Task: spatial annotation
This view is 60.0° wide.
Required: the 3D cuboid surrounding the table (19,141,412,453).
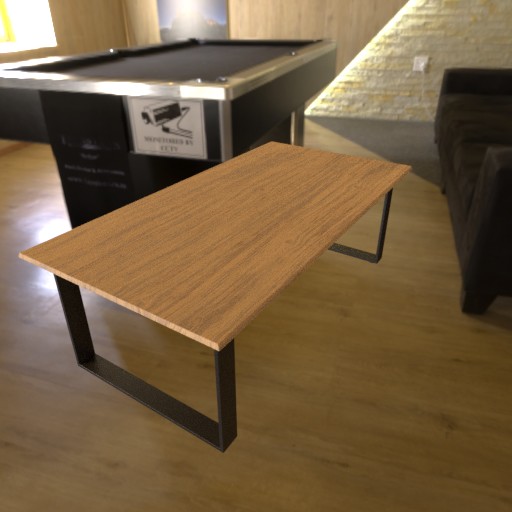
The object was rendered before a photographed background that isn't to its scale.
[{"bbox_3d":[0.000,0.000,1.643,0.693,0.445,1.331,18,34,28],"label":"table"}]
